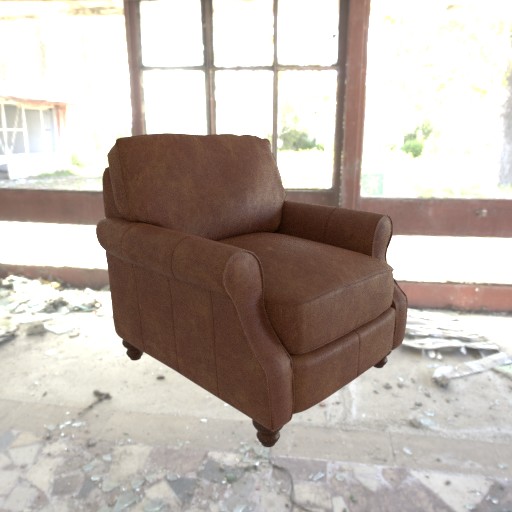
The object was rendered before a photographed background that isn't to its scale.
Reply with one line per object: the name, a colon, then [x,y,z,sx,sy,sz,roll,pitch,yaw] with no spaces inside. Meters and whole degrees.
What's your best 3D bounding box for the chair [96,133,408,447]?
chair: [0.000,0.000,1.797,0.986,0.962,0.983,14,21,42]
